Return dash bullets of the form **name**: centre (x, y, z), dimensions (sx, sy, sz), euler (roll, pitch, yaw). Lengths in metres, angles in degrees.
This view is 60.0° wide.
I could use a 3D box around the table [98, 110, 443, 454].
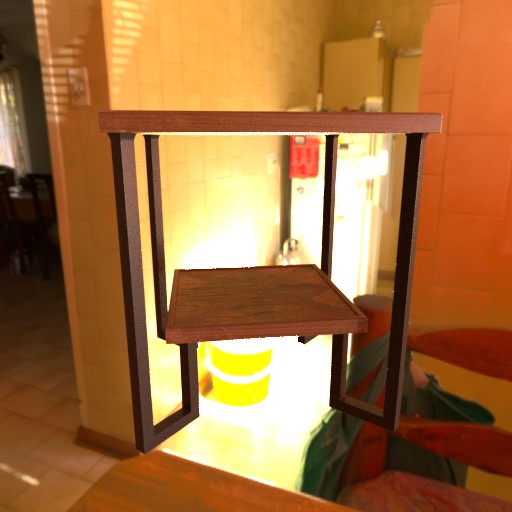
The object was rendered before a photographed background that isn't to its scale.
- **table**: centre (0.000, 0.000, 0.949), dimensions (0.503, 0.563, 0.503), euler (-2, 15, -7)
